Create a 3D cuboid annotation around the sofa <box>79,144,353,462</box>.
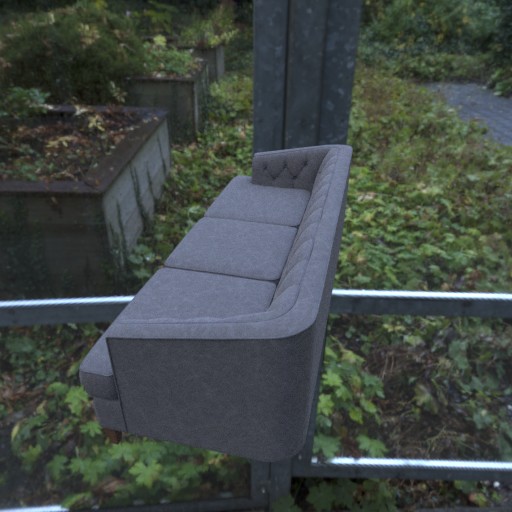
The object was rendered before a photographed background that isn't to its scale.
[{"bbox_3d":[0.000,0.000,2.587,0.917,0.806,2.247,7,31,12],"label":"sofa"}]
